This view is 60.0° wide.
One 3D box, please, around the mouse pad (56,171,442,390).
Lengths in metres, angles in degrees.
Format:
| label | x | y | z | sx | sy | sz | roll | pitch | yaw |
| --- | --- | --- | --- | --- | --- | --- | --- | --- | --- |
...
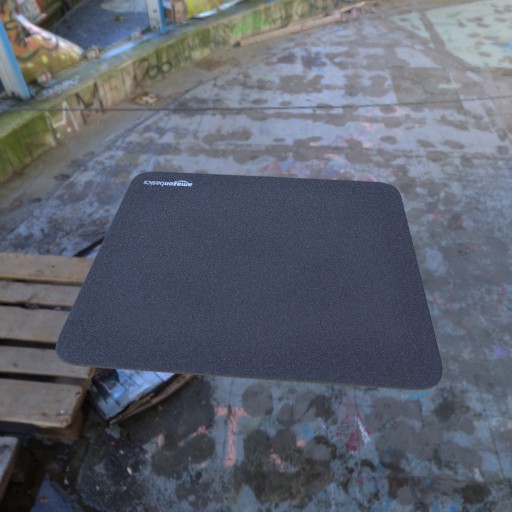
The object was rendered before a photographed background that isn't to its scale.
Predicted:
| label | x | y | z | sx | sy | sz | roll | pitch | yaw |
| --- | --- | --- | --- | --- | --- | --- | --- | --- | --- |
| mouse pad | 0.000 | 0.000 | 0.347 | 0.249 | 0.002 | 0.211 | 3 | 46 | 3 |
